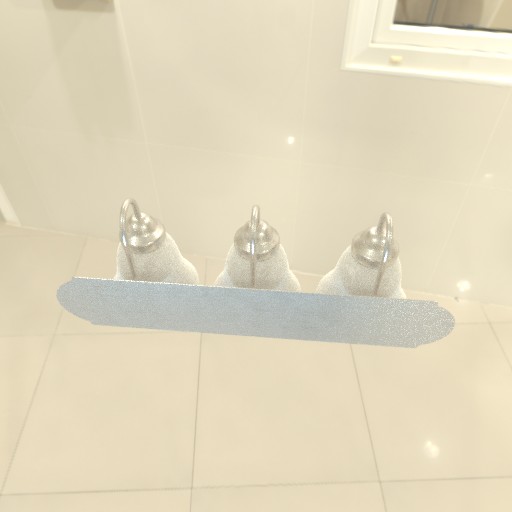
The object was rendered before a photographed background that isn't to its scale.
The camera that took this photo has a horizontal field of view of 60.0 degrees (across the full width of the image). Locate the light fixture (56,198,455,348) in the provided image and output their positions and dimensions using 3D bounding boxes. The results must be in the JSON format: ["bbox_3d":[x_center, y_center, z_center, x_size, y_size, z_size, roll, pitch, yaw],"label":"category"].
[{"bbox_3d":[0.000,0.000,0.731,0.610,0.222,0.199,4,46,3],"label":"light fixture"}]
